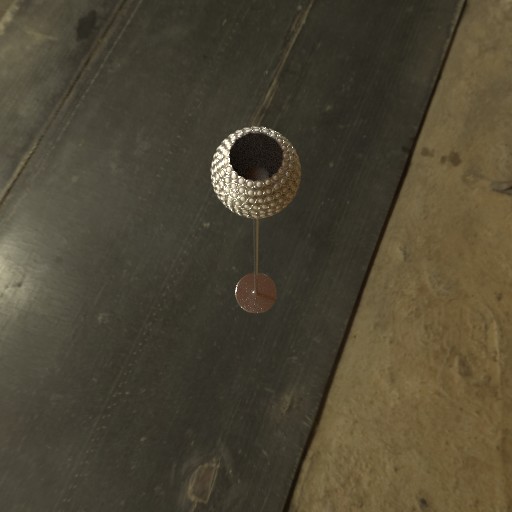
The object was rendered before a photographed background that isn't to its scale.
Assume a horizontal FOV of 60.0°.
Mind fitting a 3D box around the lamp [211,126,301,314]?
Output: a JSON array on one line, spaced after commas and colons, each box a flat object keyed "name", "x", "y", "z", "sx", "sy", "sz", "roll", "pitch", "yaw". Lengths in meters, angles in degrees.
[{"name": "lamp", "x": 0.000, "y": 0.000, "z": 1.910, "sx": 0.254, "sy": 1.805, "sz": 0.254, "roll": 0, "pitch": 75, "yaw": 0}]
